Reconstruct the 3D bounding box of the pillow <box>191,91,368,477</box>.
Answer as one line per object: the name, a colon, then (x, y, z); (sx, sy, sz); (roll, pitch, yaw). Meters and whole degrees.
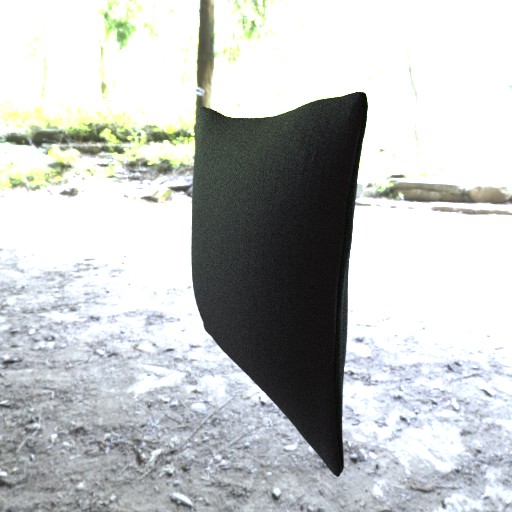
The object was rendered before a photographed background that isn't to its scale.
pillow: (0.000, 0.000, 0.632); (0.136, 0.419, 0.437); (-8, 18, -26)
